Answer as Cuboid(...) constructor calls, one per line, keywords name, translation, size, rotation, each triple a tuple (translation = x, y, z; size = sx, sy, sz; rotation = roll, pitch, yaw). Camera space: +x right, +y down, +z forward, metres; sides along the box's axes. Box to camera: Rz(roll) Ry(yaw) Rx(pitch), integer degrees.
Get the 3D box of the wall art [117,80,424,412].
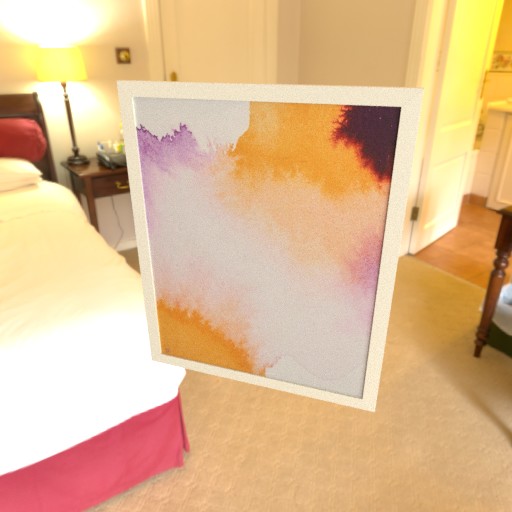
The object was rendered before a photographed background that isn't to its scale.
Cuboid(name="wall art", translation=(0.000, 0.000, 0.629), size=(0.382, 0.456, 0.013), rotation=(8, 26, 17))
